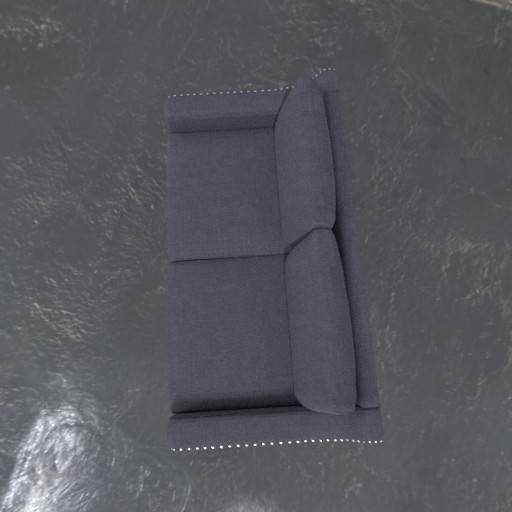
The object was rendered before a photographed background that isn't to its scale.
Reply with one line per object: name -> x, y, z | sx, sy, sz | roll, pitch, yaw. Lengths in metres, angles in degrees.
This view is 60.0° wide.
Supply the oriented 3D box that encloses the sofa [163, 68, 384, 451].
sofa -> 0.000, 0.000, 3.264 | 1.336, 1.196, 2.550 | -3, 75, -1
